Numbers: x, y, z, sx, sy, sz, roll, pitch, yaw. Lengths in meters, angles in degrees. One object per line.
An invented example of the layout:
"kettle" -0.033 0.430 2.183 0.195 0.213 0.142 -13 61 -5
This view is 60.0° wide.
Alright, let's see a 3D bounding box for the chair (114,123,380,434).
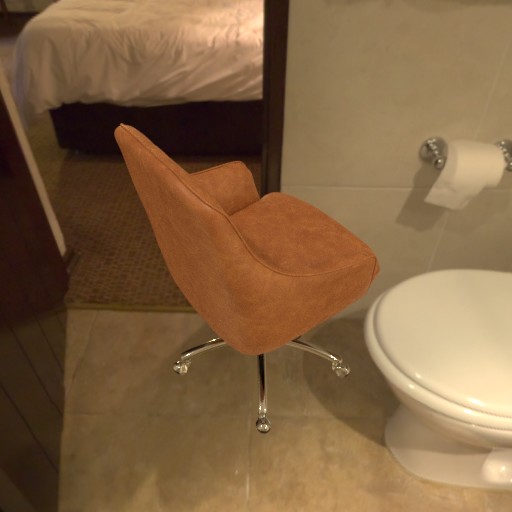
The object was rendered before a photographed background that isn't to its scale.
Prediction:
"chair" 0.000 0.000 1.345 0.615 0.909 0.628 -25 47 -26
